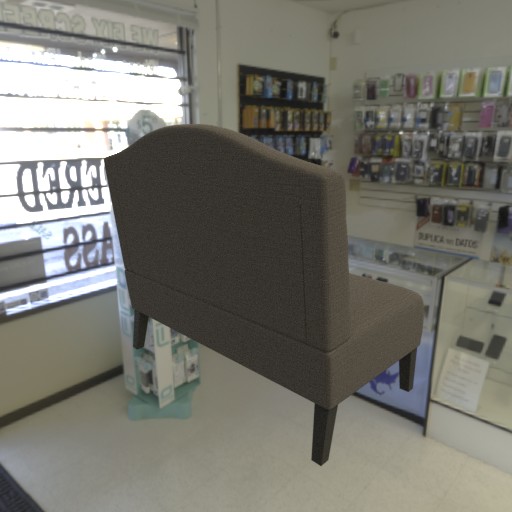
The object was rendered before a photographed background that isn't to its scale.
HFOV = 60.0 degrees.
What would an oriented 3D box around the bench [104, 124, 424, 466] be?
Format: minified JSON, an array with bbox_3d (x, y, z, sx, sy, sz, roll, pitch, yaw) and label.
[{"bbox_3d":[0.000,0.000,2.083,1.335,1.180,0.815,15,21,43],"label":"bench"}]
